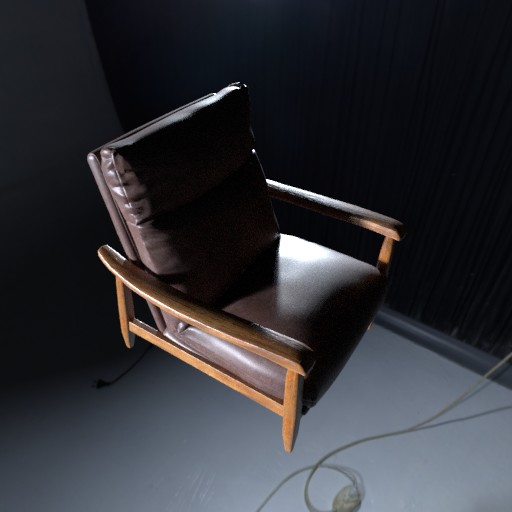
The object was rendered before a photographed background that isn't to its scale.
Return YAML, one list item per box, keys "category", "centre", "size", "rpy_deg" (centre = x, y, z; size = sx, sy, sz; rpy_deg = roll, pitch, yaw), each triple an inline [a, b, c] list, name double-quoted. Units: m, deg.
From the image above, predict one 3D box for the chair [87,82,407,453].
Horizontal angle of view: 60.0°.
- category: "chair"
  centre: [0.000, 0.000, 1.541]
  size: [0.830, 0.897, 0.782]
  rpy_deg: [24, 46, 26]
